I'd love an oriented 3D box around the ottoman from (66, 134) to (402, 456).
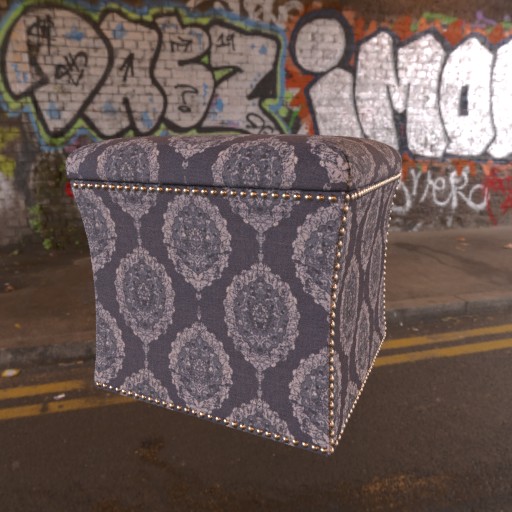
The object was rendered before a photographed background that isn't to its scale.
[{"bbox_3d":[0.000,0.000,0.896,0.497,0.475,0.507,7,16,24],"label":"ottoman"}]
